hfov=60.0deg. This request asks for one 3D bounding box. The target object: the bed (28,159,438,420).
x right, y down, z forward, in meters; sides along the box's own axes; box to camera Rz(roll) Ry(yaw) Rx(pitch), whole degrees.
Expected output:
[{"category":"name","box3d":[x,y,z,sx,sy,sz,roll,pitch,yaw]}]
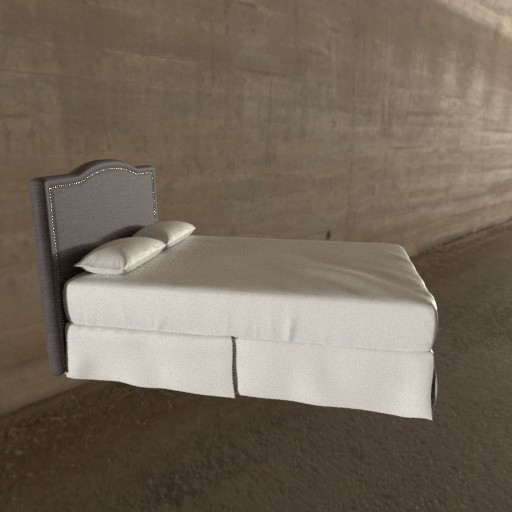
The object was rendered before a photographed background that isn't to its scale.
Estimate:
[{"category":"bed","box3d":[0.000,0.000,3.412,2.507,1.441,1.741,3,15,11]}]
